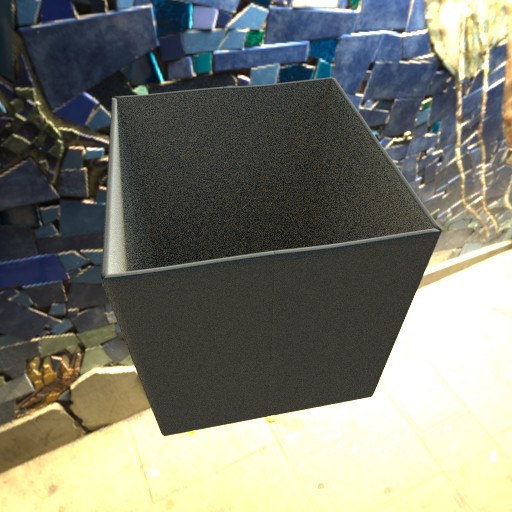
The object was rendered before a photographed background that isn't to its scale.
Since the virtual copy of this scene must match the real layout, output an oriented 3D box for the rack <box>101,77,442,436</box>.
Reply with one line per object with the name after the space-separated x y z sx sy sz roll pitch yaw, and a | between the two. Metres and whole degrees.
0.000 0.000 0.509 0.270 0.280 0.270 -8 47 -8 | rack
